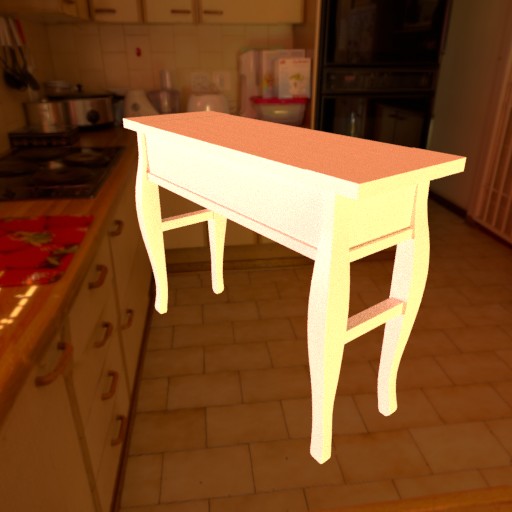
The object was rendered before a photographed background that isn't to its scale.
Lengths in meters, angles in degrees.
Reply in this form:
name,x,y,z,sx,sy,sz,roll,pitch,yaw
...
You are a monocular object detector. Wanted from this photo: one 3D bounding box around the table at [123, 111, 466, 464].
name,x,y,z,sx,sy,sz,roll,pitch,yaw
table,0.000,0.000,1.422,0.373,0.768,1.062,-18,30,-34
